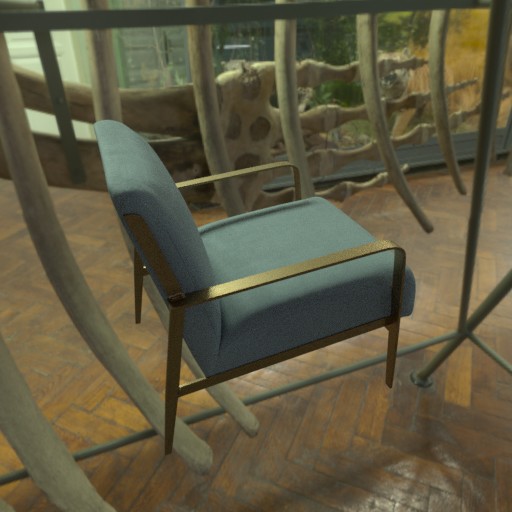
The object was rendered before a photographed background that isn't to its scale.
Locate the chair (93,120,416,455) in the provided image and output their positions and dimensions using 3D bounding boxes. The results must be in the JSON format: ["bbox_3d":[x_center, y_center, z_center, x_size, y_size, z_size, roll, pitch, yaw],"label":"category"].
[{"bbox_3d":[0.000,0.000,1.446,0.842,0.824,0.701,-11,33,-18],"label":"chair"}]
